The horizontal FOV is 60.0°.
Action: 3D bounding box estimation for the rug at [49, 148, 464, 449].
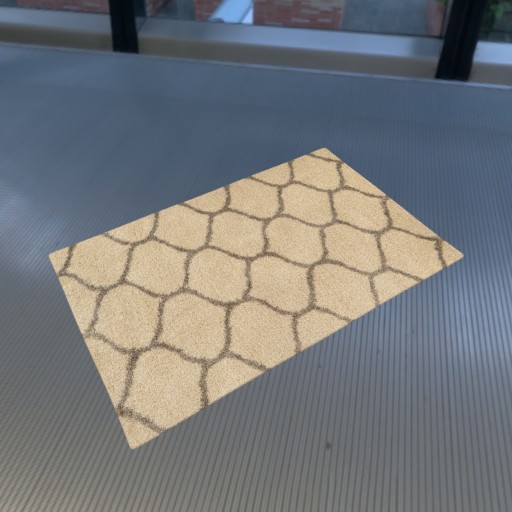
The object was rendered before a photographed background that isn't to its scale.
[{"bbox_3d":[0.000,0.000,2.963,2.348,0.024,1.501,-25,52,-21],"label":"rug"}]
